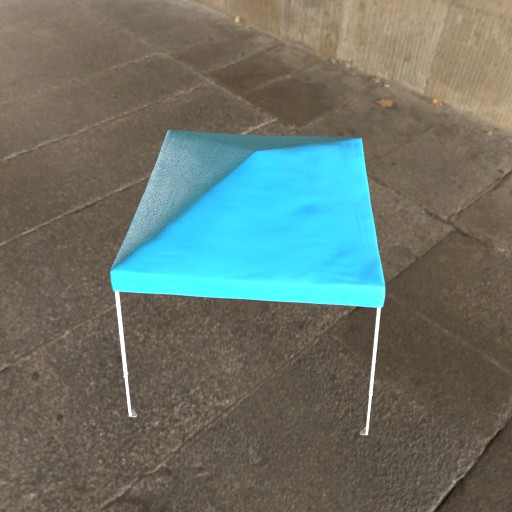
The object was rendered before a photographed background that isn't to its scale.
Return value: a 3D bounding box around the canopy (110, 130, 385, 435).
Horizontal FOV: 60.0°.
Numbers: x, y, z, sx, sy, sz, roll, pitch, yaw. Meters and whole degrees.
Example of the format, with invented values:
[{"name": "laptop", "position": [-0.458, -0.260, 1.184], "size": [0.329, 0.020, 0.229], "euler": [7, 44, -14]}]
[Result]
[{"name": "canopy", "position": [0.000, 0.000, 5.210], "size": [2.849, 2.849, 2.848], "euler": [3, 46, 3]}]
